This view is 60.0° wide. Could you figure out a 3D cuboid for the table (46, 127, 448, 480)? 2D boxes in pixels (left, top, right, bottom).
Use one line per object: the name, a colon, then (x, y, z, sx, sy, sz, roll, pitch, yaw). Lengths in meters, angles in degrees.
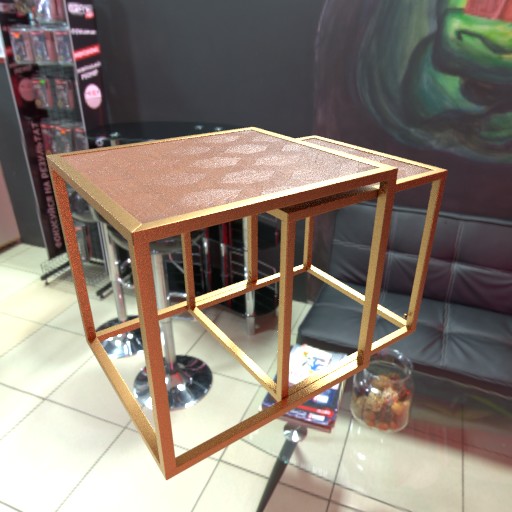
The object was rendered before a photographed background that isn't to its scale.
table: (0.000, 0.000, 1.086, 0.762, 0.505, 0.505, -18, 32, -31)
